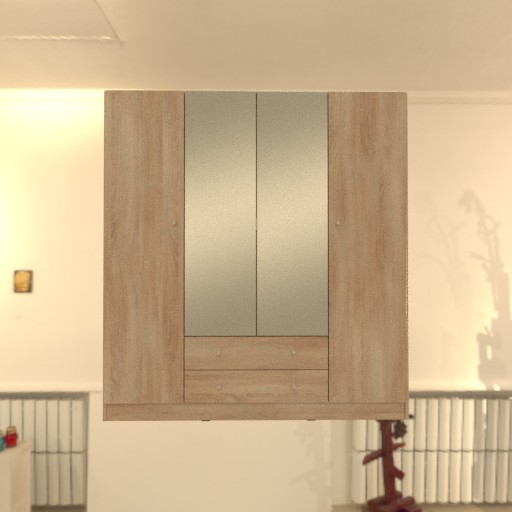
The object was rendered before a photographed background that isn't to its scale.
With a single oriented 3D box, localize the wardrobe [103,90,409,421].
[{"bbox_3d":[0.000,0.000,3.148,1.998,2.159,0.598,0,-1,-1],"label":"wardrobe"}]
